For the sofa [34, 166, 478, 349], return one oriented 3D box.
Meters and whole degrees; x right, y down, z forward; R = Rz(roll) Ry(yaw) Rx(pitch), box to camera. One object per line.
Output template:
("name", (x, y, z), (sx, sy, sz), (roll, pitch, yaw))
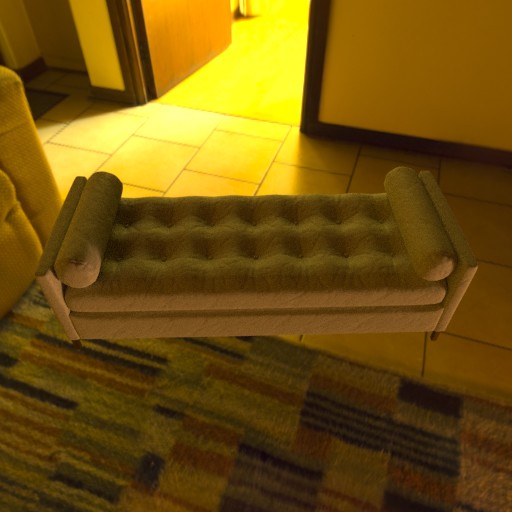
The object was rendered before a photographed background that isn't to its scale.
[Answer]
("sofa", (0.000, 0.000, 2.532), (2.102, 0.705, 0.796), (-1, 46, -1))
